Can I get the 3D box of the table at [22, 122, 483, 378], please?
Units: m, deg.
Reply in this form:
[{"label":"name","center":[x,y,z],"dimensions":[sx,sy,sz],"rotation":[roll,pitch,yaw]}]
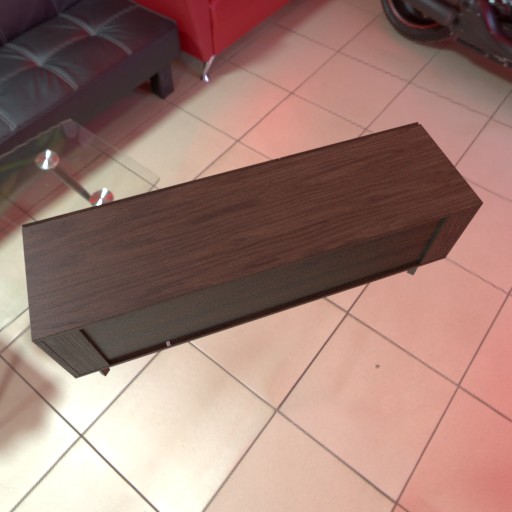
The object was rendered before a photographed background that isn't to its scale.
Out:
[{"label":"table","center":[0.000,0.000,1.607],"dimensions":[1.397,0.508,0.405],"rotation":[-17,60,-10]}]
